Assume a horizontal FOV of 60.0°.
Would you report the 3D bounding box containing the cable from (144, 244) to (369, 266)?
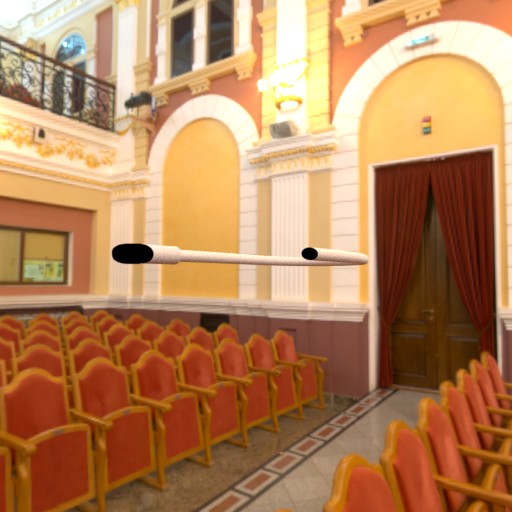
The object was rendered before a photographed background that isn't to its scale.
[{"bbox_3d":[0.000,0.000,0.111,0.040,0.006,0.098,-2,-3,36],"label":"cable"}]
